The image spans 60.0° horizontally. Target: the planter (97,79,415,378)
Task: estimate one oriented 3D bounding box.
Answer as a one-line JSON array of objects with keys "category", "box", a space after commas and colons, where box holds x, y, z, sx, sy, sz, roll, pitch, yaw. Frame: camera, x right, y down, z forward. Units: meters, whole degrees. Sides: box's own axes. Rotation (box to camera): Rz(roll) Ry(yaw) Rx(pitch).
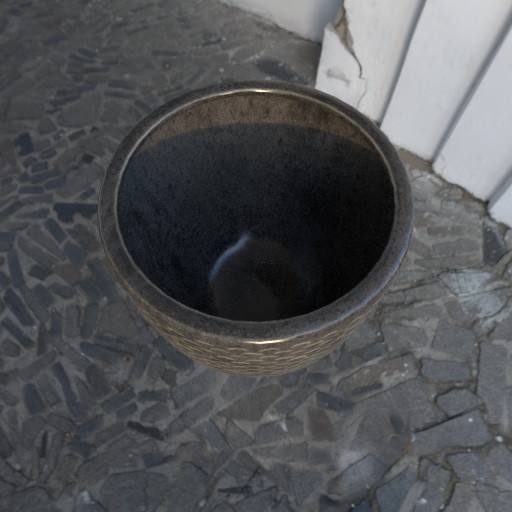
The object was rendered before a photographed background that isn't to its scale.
[{"category": "planter", "box": [0.000, 0.000, 0.310, 0.172, 0.160, 0.172, 0, 63, 0]}]
